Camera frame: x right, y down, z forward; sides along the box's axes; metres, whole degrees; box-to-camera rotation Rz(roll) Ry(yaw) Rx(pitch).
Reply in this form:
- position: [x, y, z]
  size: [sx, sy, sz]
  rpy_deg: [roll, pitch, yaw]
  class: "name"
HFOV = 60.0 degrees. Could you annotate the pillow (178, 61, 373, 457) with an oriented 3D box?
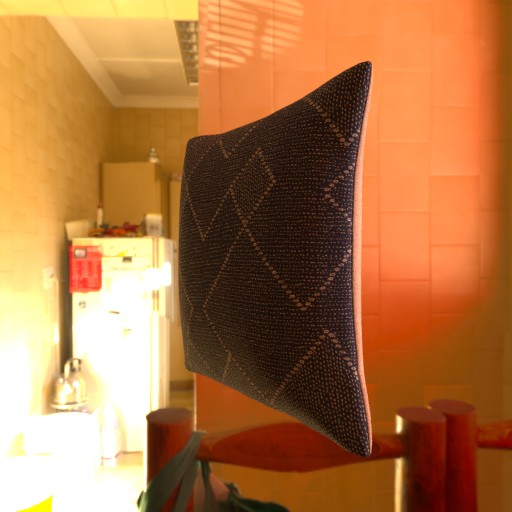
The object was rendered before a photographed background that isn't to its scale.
- position: [0.000, 0.000, 0.652]
  size: [0.148, 0.428, 0.435]
  rpy_deg: [-1, 1, -35]
  class: "pillow"
